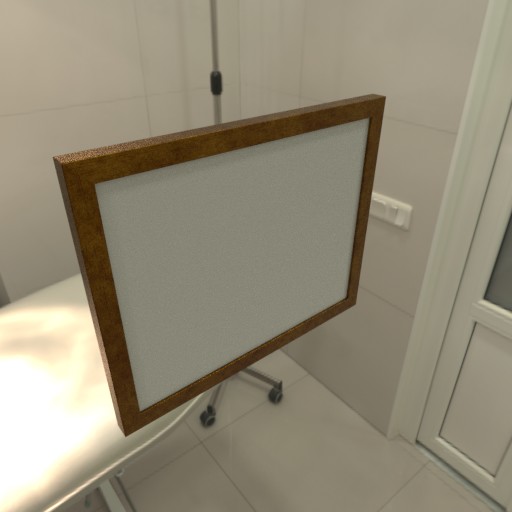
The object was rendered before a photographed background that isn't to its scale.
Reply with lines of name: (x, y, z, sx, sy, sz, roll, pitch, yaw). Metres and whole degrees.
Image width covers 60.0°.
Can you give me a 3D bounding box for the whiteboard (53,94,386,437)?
whiteboard: (0.000, 0.000, 0.756, 0.561, 0.457, 0.029, -22, 38, -32)
